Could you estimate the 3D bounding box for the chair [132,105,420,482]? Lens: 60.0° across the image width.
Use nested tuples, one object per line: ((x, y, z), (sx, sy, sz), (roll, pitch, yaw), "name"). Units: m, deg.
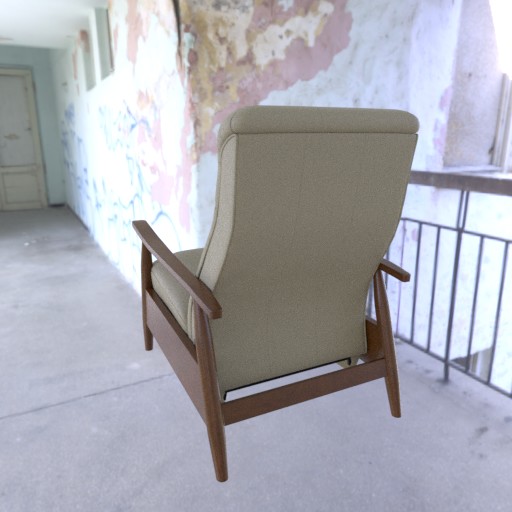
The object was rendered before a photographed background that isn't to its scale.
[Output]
((0.000, 0.000, 1.763), (0.762, 1.082, 1.014), (-8, 17, -26), "chair")
